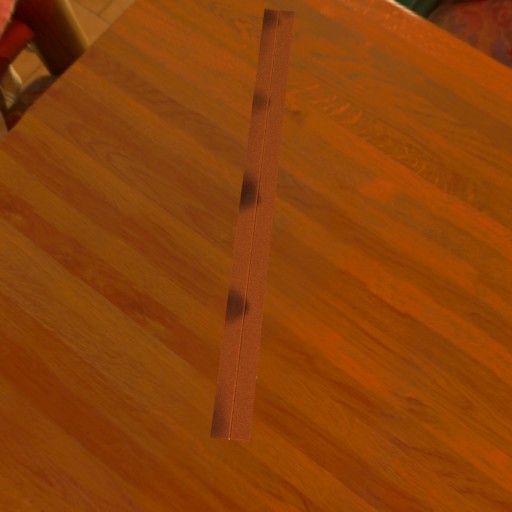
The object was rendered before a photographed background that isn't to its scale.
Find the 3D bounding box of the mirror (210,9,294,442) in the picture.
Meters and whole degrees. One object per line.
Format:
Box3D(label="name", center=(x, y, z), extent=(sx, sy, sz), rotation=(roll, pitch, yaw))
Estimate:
Box3D(label="mirror", center=(0.000, 0.000, 0.737), extent=(0.042, 0.507, 0.509), rotation=(6, 75, 2))
